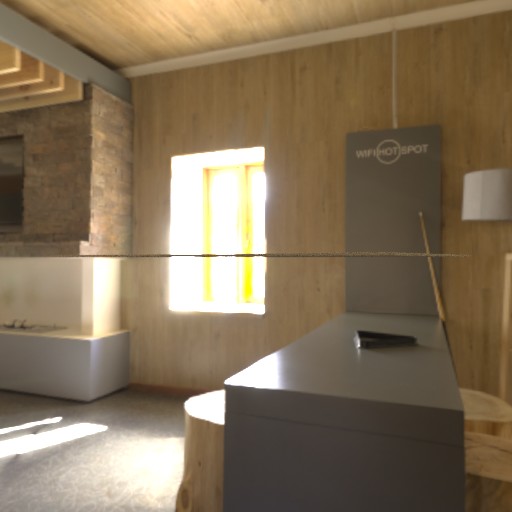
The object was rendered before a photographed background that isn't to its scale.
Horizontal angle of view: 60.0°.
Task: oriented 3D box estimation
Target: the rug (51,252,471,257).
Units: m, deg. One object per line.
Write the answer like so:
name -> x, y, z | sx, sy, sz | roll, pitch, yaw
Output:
rug -> 0.000, 0.000, 2.207 | 1.753, 0.008, 1.143 | 0, 0, 36
